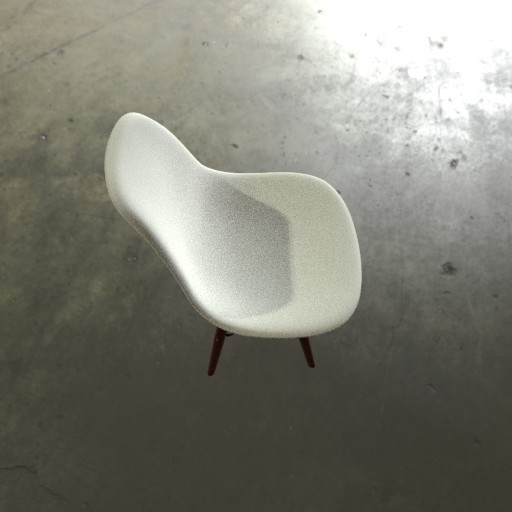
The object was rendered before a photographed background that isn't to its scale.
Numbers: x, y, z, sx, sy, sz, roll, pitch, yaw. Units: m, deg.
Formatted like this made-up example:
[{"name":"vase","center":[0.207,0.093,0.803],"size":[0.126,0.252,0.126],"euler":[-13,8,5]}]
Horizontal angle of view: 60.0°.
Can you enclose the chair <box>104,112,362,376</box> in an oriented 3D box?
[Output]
[{"name":"chair","center":[0.000,0.000,1.154],"size":[0.533,0.826,0.470],"euler":[-2,62,-1]}]
